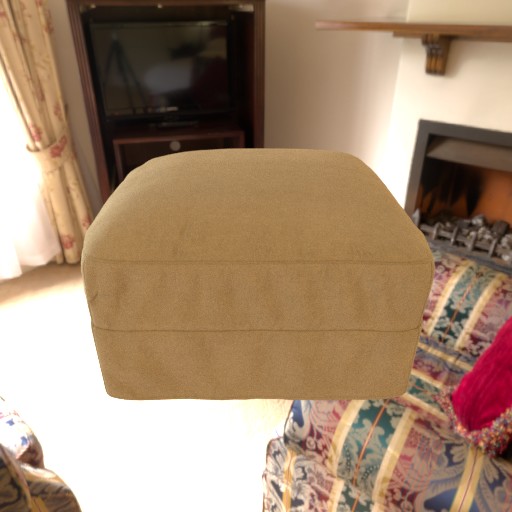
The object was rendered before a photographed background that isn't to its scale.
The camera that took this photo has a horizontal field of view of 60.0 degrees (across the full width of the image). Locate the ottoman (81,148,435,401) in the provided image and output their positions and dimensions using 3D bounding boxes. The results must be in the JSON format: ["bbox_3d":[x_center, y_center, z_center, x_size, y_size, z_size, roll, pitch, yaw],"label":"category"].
[{"bbox_3d":[0.000,0.000,1.105,0.712,0.480,0.584,0,29,0],"label":"ottoman"}]
